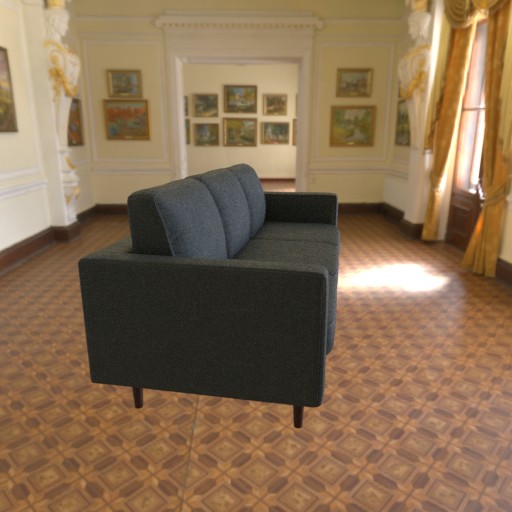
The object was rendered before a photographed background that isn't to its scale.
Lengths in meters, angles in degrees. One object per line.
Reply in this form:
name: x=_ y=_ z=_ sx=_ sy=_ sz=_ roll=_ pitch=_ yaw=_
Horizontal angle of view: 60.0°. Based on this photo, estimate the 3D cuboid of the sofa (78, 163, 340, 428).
sofa: x=0.000 y=0.000 z=2.535 sx=0.935 sy=0.945 sz=2.013 roll=3 pitch=16 yaw=11
